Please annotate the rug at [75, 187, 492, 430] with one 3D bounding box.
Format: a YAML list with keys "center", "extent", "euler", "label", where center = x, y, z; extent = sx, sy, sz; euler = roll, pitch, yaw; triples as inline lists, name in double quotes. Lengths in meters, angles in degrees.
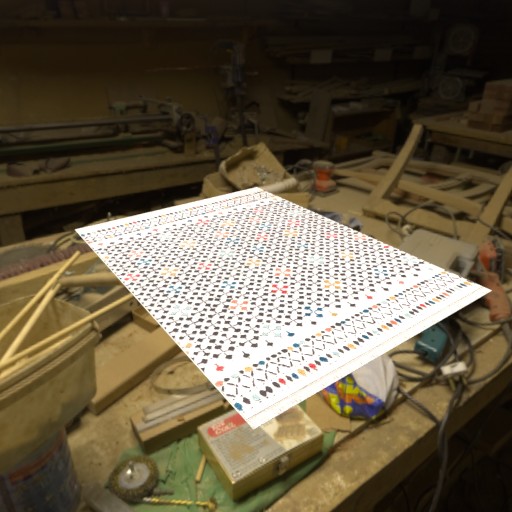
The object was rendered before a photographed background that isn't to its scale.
- center: [0.000, 0.000, 4.087]
  extent: [2.354, 0.007, 3.196]
  euler: [-18, 32, -31]
  label: "rug"
